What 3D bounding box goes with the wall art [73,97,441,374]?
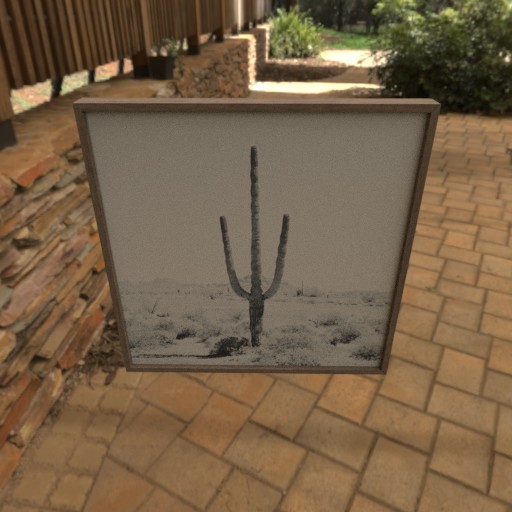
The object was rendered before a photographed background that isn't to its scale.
[{"bbox_3d":[0.000,0.000,0.755,0.508,0.508,0.038,0,30,1],"label":"wall art"}]
